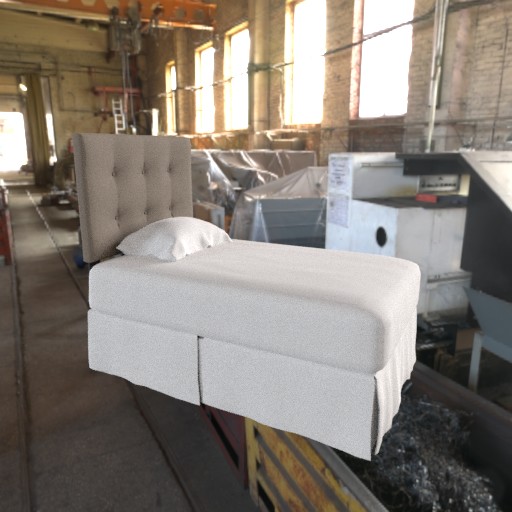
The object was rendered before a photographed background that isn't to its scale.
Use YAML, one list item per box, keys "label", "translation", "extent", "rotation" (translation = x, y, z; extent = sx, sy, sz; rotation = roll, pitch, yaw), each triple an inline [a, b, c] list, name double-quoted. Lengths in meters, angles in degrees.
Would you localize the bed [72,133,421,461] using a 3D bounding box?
- label: "bed"
  translation: [0.000, 0.000, 2.928]
  extent: [1.997, 1.571, 1.261]
  rotation: [7, 15, 27]
